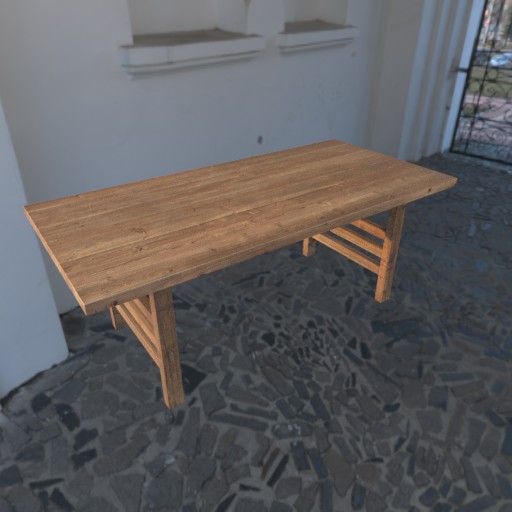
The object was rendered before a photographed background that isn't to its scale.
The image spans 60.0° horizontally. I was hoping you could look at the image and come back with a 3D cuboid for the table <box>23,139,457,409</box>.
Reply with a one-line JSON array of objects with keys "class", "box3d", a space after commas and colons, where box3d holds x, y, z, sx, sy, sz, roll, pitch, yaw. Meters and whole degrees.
[{"class": "table", "box3d": [0.000, 0.000, 2.430, 2.003, 0.760, 0.952, -19, 35, -30]}]
